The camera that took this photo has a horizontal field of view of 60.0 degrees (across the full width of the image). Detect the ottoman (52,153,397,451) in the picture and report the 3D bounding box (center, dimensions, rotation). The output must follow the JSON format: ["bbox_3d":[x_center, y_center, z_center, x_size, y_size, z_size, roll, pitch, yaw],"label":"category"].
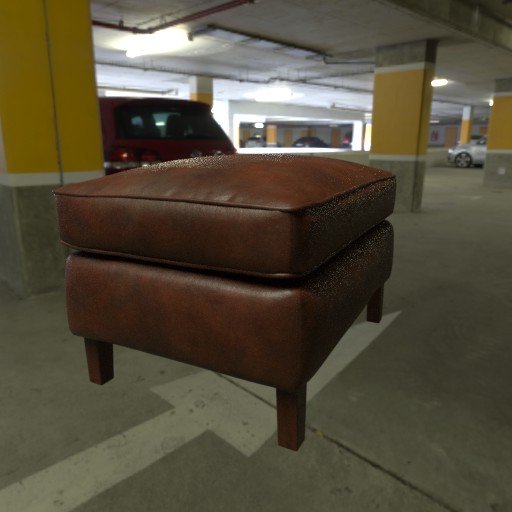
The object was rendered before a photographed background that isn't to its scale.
[{"bbox_3d":[0.000,0.000,0.966,0.501,0.432,0.665,7,16,27],"label":"ottoman"}]
